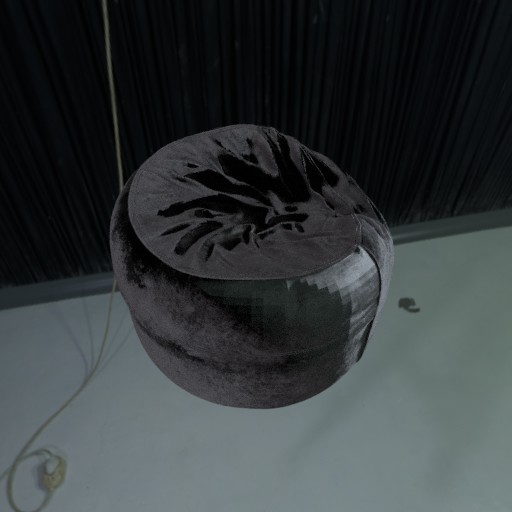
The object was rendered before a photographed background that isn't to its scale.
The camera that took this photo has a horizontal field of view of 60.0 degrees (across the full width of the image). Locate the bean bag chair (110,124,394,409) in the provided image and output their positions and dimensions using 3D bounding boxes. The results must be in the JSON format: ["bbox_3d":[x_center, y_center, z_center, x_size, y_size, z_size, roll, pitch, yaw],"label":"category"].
[{"bbox_3d":[0.000,0.000,1.518,0.918,0.605,0.918,0,46,0],"label":"bean bag chair"}]
